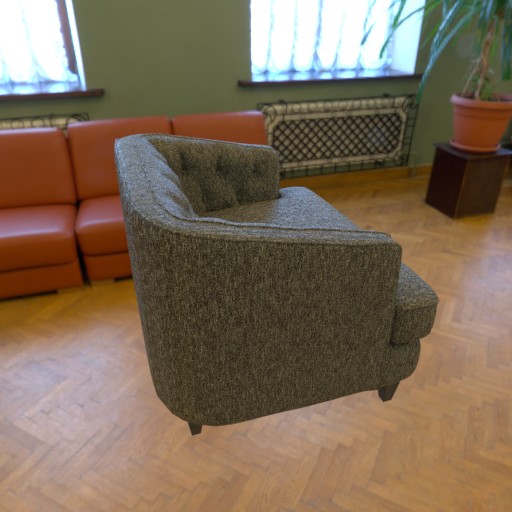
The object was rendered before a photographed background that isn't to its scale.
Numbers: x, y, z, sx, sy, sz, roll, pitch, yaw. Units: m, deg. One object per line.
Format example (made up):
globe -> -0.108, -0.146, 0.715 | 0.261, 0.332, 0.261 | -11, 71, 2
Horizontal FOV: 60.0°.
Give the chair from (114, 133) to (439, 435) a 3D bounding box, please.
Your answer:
chair -> 0.000, 0.000, 1.742 | 0.941, 0.852, 1.104 | -9, 31, -16
